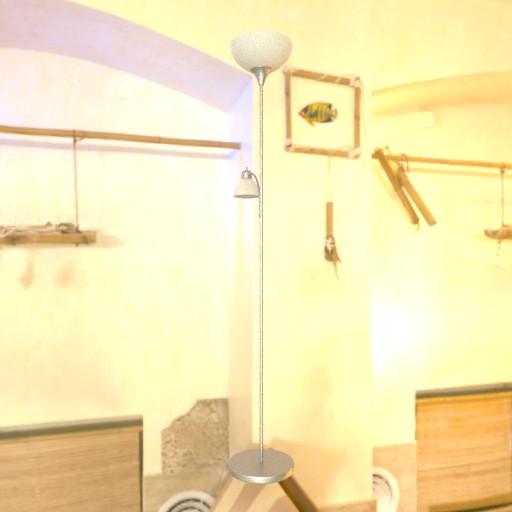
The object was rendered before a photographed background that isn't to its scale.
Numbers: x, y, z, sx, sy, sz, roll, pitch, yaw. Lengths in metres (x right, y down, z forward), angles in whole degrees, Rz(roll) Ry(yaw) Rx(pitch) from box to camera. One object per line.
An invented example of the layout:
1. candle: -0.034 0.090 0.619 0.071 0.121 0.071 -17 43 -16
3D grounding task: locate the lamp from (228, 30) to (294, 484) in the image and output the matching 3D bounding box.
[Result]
1. lamp: 0.000 0.000 1.966 0.279 1.804 0.425 0 -1 -17
